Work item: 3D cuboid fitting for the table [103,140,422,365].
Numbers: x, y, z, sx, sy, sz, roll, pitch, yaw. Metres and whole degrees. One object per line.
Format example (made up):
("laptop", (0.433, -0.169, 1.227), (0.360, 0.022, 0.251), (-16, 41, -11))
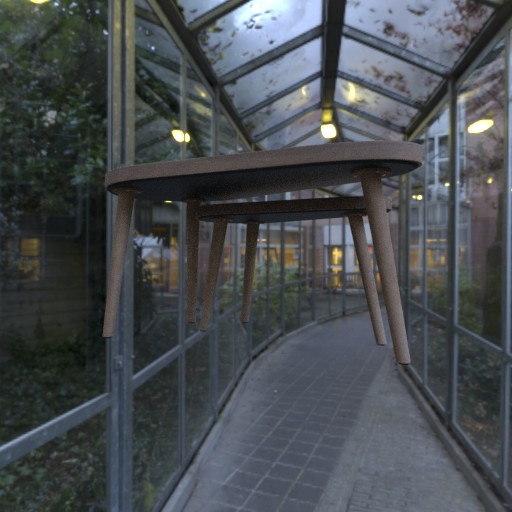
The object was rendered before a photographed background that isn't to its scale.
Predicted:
("table", (0.000, 0.000, 1.595), (1.190, 0.595, 0.701), (0, 0, 35))
